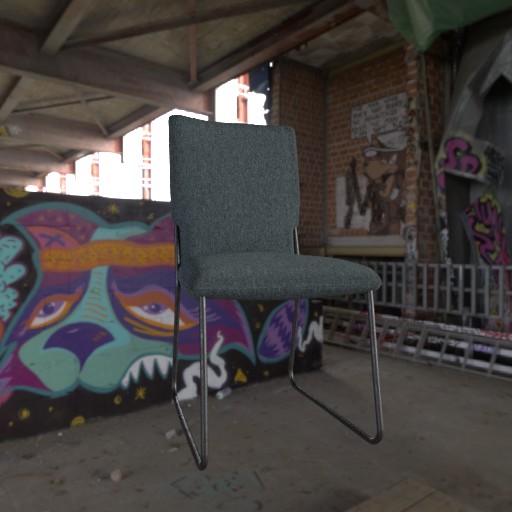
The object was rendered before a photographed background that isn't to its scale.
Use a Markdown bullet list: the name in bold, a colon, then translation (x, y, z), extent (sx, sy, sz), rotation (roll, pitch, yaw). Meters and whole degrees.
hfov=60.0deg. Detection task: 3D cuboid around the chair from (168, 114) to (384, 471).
- **chair**: translation (0.000, 0.000, 1.288), extent (0.480, 0.931, 0.635), rotation (0, 1, -18)
